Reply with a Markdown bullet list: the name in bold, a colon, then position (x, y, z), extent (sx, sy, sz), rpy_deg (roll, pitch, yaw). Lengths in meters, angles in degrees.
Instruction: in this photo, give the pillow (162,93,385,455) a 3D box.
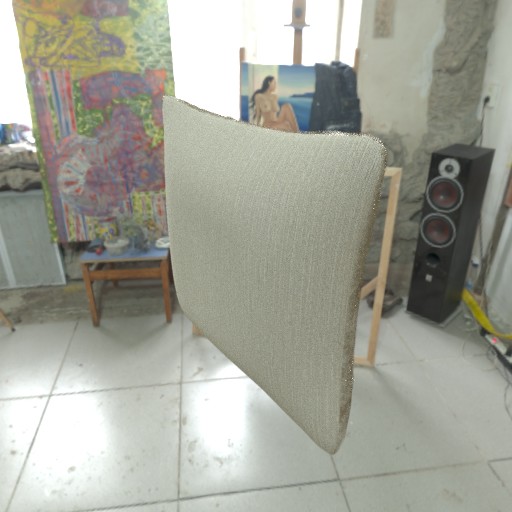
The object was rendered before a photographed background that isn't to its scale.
- **pillow**: position (0.000, 0.000, 0.814), extent (0.216, 0.525, 0.538), rpy_deg (-19, 33, -33)
